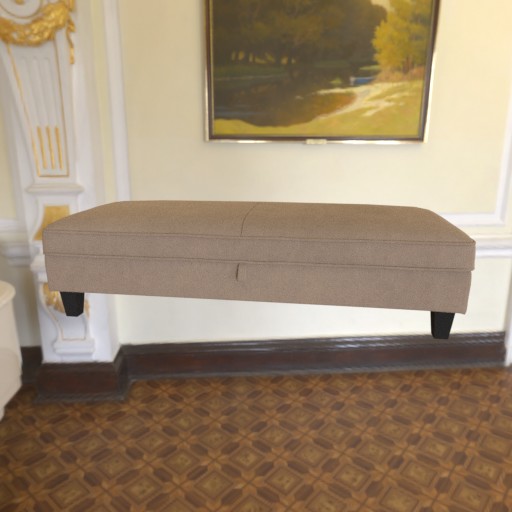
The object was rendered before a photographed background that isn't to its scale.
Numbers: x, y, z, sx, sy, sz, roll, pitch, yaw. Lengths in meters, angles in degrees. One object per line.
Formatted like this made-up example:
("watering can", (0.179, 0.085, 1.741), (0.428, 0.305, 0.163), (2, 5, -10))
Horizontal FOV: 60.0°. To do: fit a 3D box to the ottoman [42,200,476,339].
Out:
("ottoman", (0.000, 0.000, 2.054), (1.726, 0.460, 0.735), (2, 15, 8))
